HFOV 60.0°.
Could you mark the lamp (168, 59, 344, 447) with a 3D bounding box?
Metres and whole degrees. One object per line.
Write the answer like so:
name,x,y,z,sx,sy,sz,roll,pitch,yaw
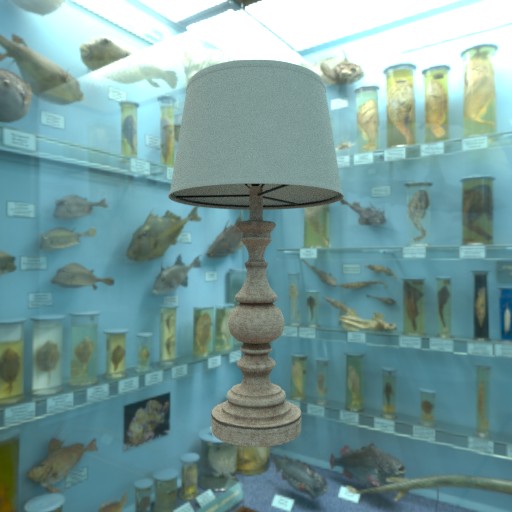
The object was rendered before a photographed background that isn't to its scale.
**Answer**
lamp,0.000,0.000,0.874,0.340,0.678,0.340,0,-1,0
